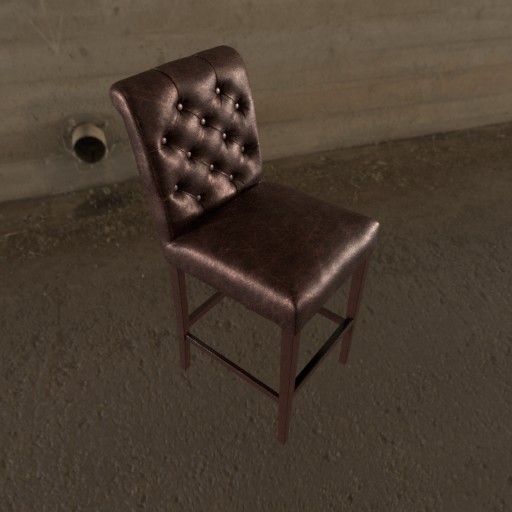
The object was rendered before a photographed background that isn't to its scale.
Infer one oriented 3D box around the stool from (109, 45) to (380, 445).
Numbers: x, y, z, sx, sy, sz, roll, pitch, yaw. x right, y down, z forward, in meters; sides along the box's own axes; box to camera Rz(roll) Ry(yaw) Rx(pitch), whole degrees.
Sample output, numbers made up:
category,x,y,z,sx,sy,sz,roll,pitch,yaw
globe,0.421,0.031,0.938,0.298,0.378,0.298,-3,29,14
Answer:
category,x,y,z,sx,sy,sz,roll,pitch,yaw
stool,0.000,0.000,1.512,0.659,1.168,0.483,27,48,28
